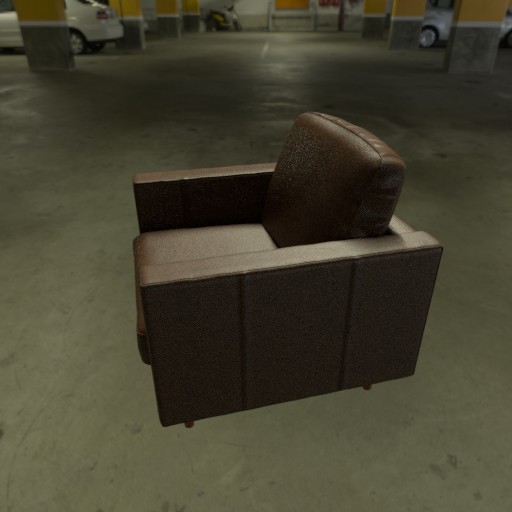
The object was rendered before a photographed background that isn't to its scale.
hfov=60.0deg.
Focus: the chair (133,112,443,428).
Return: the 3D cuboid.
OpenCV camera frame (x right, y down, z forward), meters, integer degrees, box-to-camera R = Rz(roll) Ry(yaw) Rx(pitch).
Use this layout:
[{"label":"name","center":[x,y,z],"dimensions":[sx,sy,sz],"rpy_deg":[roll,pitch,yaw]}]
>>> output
[{"label":"chair","center":[0.000,0.000,1.668],"dimensions":[0.909,0.956,0.890],"rpy_deg":[-7,30,-13]}]
